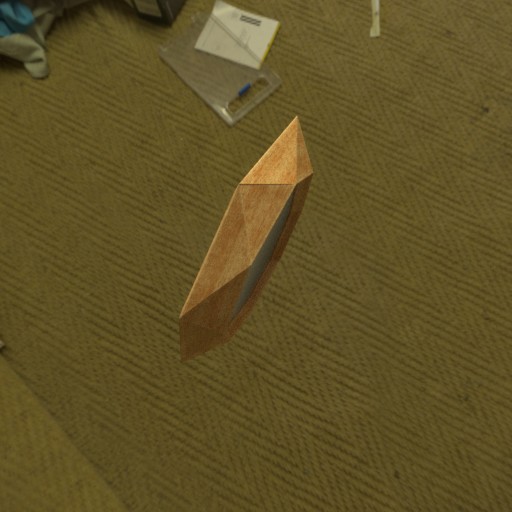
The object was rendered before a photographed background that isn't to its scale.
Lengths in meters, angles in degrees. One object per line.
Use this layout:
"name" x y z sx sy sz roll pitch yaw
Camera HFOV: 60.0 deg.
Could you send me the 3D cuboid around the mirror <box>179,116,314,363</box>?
"mirror" 0.000 0.000 1.020 0.070 0.774 0.577 28 78 6
